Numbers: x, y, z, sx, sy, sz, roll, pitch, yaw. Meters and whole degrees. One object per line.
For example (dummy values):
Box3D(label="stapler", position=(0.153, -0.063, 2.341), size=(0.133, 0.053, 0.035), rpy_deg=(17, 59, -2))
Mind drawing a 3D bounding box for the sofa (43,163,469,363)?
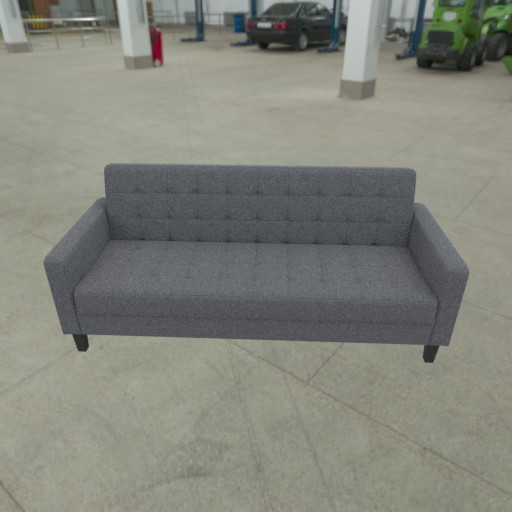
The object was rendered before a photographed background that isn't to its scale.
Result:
Box3D(label="sofa", position=(0.000, 0.000, 2.497), size=(2.040, 0.850, 0.810), rpy_deg=(1, 30, 2))
